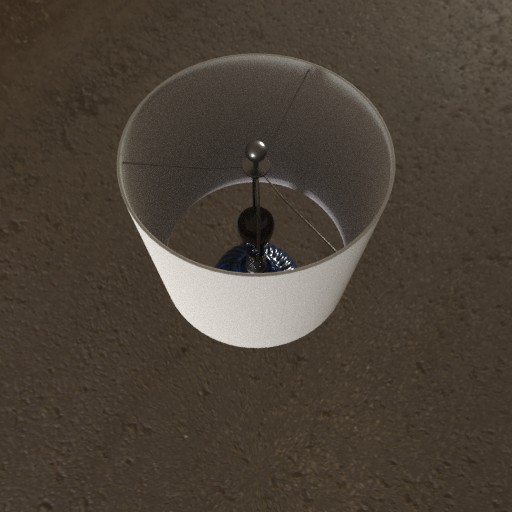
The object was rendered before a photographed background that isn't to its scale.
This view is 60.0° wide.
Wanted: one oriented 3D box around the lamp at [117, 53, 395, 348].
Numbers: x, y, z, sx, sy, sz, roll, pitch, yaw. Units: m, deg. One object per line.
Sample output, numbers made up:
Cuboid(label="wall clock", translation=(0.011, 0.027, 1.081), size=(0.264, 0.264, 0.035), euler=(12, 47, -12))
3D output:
Cuboid(label="lamp", translation=(0.000, 0.000, 0.486), size=(0.203, 0.368, 0.203), euler=(-3, 64, -2))
